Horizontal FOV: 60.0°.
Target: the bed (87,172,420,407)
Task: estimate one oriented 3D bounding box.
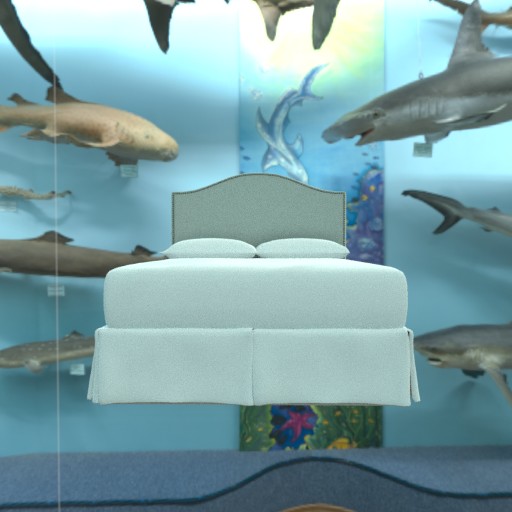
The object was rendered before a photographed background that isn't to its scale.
[{"bbox_3d":[0.000,0.000,3.406,1.813,1.607,2.180,0,1,1],"label":"bed"}]
